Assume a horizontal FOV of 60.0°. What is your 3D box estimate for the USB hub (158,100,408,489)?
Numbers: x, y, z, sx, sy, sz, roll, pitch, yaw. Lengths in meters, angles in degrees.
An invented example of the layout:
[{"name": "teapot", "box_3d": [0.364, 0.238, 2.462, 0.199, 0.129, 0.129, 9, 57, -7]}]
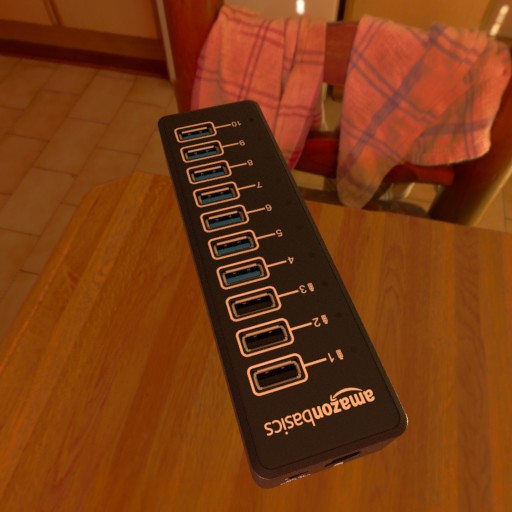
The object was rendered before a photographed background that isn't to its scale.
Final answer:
[{"name": "USB hub", "box_3d": [0.000, 0.000, 0.162, 0.044, 0.023, 0.145, -14, 58, -9]}]
